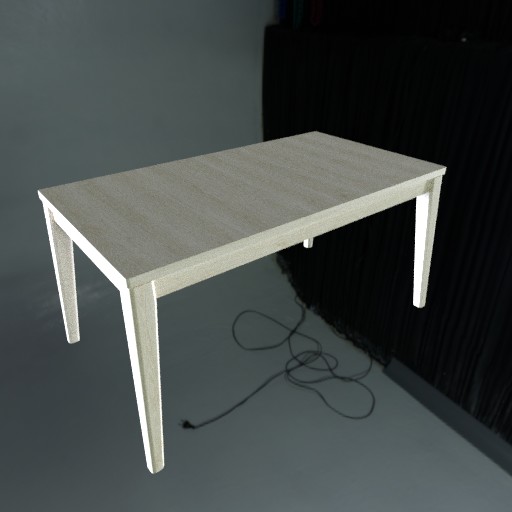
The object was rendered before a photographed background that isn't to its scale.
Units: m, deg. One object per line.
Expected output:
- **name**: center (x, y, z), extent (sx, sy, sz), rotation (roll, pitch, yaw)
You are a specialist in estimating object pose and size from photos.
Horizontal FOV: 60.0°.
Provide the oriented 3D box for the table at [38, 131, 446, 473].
- **table**: center (0.000, 0.000, 2.063), extent (1.600, 0.760, 0.900), rotation (-21, 36, -33)
